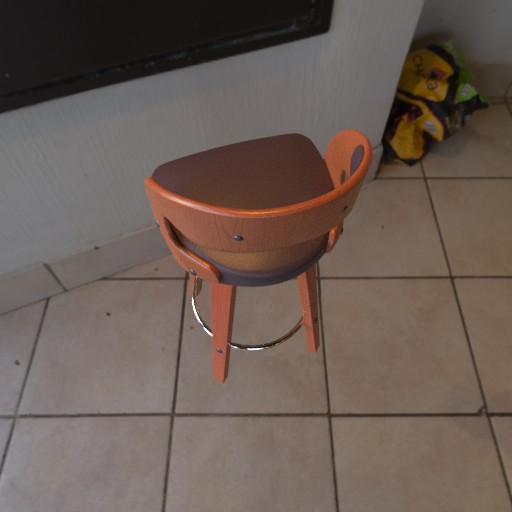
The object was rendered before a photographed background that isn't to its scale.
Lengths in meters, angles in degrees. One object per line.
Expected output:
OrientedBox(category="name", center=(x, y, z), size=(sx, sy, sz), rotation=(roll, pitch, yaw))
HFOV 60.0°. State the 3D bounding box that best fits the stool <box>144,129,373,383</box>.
OrientedBox(category="stool", center=(0.000, 0.000, 1.190), size=(0.457, 0.940, 0.457), rotation=(-16, 59, -10))
